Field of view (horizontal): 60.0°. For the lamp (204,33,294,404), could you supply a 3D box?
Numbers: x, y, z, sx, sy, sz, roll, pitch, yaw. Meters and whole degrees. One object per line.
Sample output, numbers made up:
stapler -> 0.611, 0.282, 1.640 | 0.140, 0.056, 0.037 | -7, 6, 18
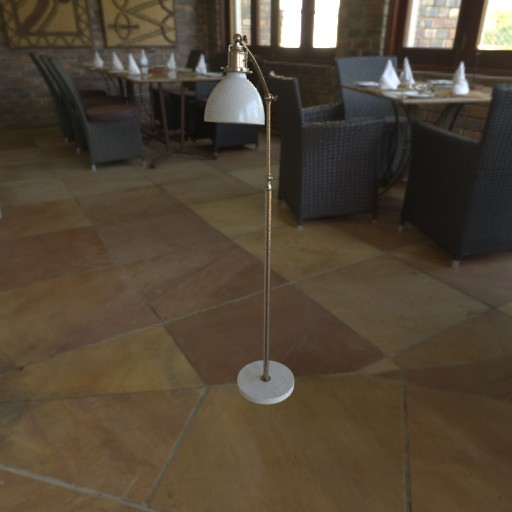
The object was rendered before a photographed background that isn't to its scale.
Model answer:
lamp -> 0.000, 0.000, 1.772 | 0.288, 1.586, 0.599 | 8, 27, 16
